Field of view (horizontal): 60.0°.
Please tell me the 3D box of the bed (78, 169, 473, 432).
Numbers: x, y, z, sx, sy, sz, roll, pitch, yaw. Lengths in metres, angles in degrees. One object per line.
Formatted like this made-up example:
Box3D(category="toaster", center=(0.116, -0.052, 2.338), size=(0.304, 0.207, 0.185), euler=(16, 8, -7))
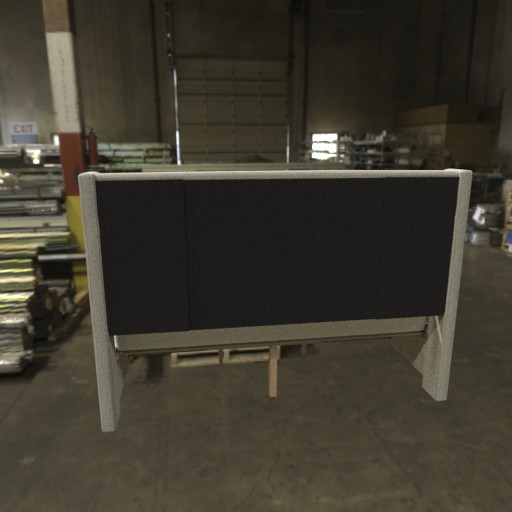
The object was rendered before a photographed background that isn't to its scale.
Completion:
Box3D(category="bed", center=(0.000, 0.000, 3.608), size=(2.140, 1.470, 2.280), euler=(-2, 14, -9))
